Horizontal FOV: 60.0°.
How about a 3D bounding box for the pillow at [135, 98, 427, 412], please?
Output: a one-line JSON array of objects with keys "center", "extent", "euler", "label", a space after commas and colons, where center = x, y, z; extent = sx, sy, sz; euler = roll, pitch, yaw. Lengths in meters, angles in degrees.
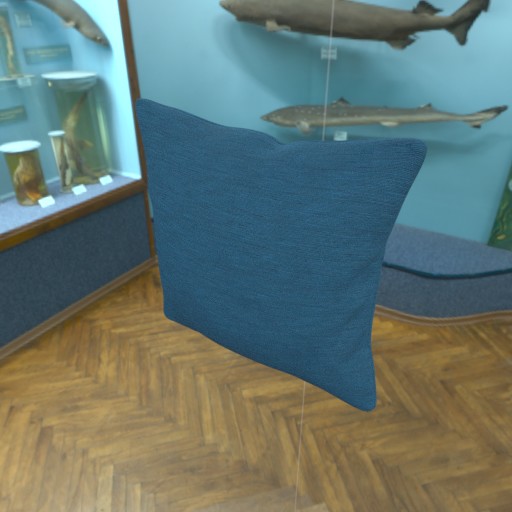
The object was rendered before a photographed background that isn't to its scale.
[{"center": [0.000, 0.000, 0.673], "extent": [0.437, 0.420, 0.177], "euler": [18, 35, 29], "label": "pillow"}]
